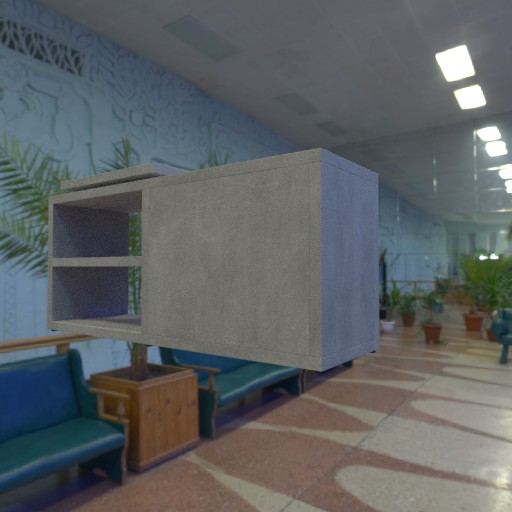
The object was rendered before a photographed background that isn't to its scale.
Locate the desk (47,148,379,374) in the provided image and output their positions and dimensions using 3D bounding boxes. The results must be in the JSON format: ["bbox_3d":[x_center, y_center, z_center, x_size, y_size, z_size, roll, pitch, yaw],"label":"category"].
[{"bbox_3d":[0.000,0.000,2.290,1.500,0.740,1.400,-1,-2,36],"label":"desk"}]
